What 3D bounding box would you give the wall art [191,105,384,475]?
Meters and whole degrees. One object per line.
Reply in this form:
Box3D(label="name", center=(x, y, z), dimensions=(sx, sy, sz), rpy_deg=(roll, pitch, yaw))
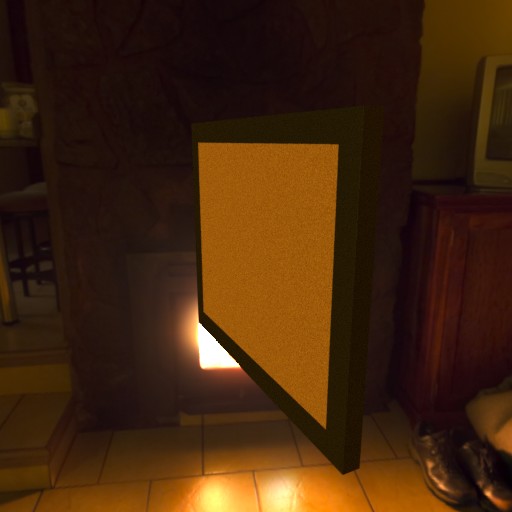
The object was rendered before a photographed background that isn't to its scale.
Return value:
Box3D(label="wall art", center=(0.000, 0.000, 0.770), dimensions=(0.028, 0.460, 0.561), rpy_deg=(-7, 16, -26))
